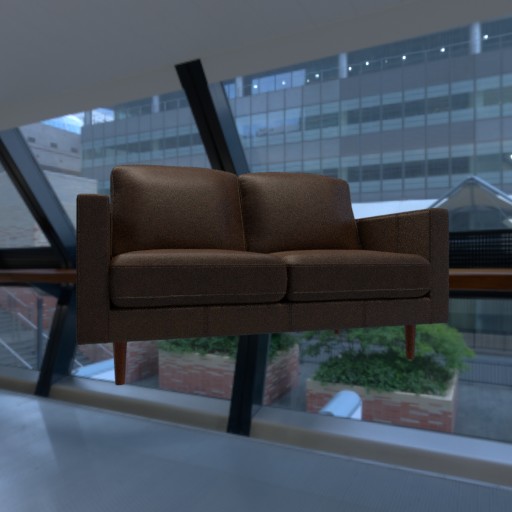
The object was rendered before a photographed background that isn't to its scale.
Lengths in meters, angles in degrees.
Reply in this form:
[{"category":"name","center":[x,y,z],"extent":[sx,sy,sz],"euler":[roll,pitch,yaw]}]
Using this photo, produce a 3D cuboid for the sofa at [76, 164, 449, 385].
[{"category":"sofa","center":[0.000,0.000,2.155],"extent":[1.578,0.951,0.909],"euler":[0,0,-19]}]
